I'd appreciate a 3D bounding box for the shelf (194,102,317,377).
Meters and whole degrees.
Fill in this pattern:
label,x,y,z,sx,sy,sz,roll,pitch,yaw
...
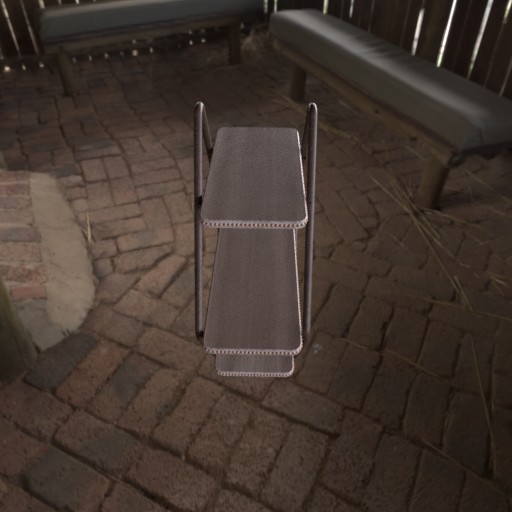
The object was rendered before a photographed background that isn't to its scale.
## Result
label,x,y,z,sx,sy,sz,roll,pitch,yaw
shelf,0.000,0.000,1.099,0.234,0.774,0.609,1,40,1
